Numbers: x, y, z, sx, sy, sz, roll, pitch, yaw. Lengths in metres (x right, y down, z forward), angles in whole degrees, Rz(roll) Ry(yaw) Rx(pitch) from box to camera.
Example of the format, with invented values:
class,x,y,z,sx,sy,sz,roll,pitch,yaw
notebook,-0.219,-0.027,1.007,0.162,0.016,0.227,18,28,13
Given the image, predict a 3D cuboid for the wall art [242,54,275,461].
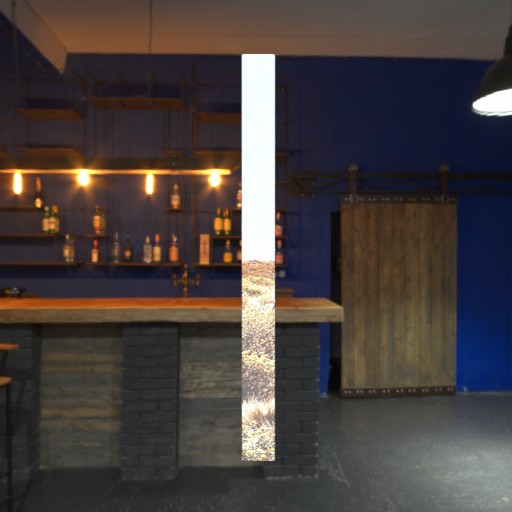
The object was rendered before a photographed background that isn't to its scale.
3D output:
class,x,y,z,sx,sy,sz,roll,pitch,yaw
wall art,0.000,0.000,1.121,0.050,0.610,0.914,0,0,0
